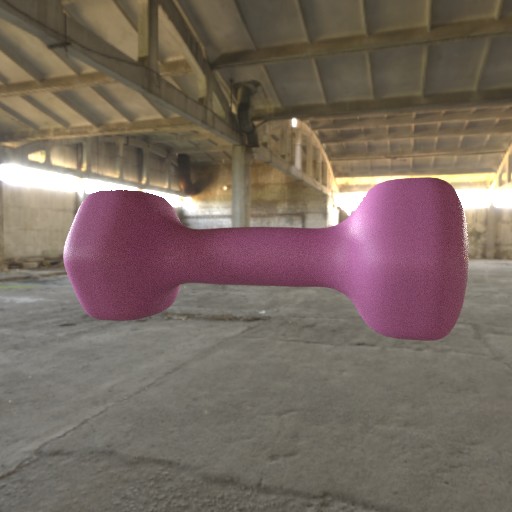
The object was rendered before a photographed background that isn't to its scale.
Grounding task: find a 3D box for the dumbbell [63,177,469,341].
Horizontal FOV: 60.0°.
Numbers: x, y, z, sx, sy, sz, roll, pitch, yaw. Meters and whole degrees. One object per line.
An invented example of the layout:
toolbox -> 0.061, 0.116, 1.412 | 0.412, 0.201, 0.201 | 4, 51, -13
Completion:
dumbbell -> 0.000, 0.000, 0.184 | 0.159, 0.058, 0.064 | 1, 2, 18
